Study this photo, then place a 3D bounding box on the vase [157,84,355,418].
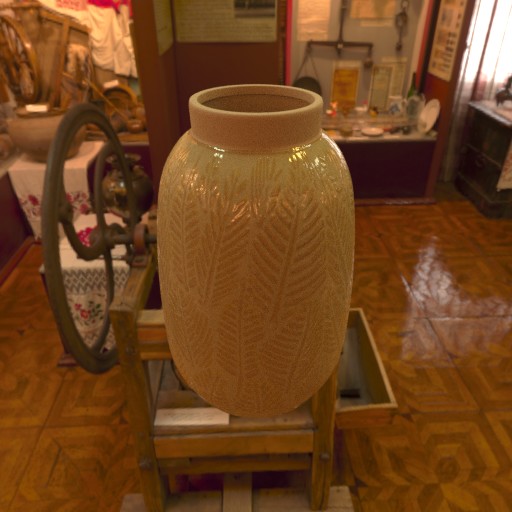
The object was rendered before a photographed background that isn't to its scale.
[{"bbox_3d":[0.000,0.000,0.391,0.172,0.270,0.172,0,32,0],"label":"vase"}]
